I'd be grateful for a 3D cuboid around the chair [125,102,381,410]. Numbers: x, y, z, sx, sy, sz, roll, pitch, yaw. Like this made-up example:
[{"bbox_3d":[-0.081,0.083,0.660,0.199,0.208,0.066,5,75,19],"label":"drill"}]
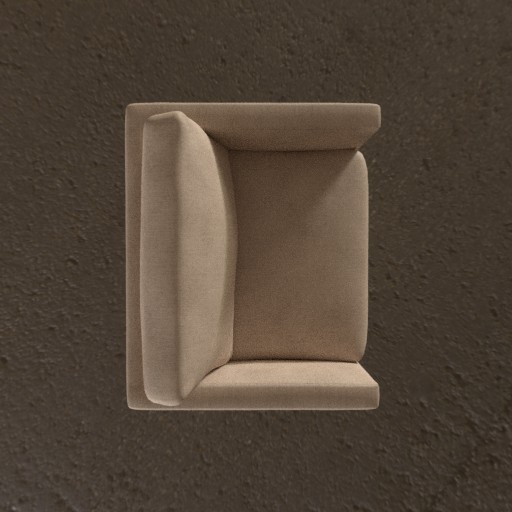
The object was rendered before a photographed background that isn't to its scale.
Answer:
[{"bbox_3d":[0.000,0.000,1.870,0.959,0.961,1.133,0,91,0],"label":"chair"}]
